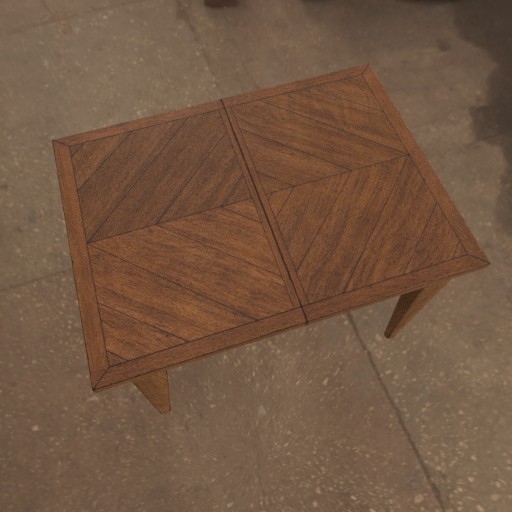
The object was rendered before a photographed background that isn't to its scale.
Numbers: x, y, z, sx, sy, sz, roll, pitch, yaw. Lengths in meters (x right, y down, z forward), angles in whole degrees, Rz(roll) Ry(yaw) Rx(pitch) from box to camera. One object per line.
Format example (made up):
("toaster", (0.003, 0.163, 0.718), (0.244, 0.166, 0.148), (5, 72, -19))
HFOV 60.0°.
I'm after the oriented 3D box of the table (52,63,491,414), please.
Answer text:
("table", (0.000, 0.000, 1.571), (1.027, 0.760, 0.757), (-16, 66, -8))
